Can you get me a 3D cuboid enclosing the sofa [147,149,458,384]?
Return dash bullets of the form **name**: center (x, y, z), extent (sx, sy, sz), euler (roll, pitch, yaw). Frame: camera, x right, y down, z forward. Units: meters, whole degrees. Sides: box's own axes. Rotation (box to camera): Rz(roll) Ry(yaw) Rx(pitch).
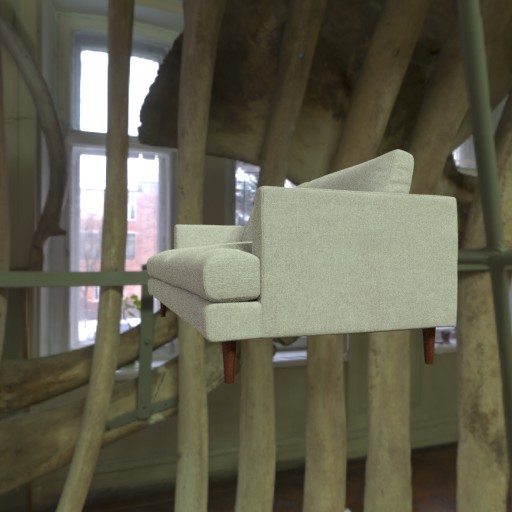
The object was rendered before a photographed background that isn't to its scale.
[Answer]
- **sofa**: center (0.000, 0.000, 2.474), extent (1.020, 0.868, 1.948), euler (0, 0, -19)
